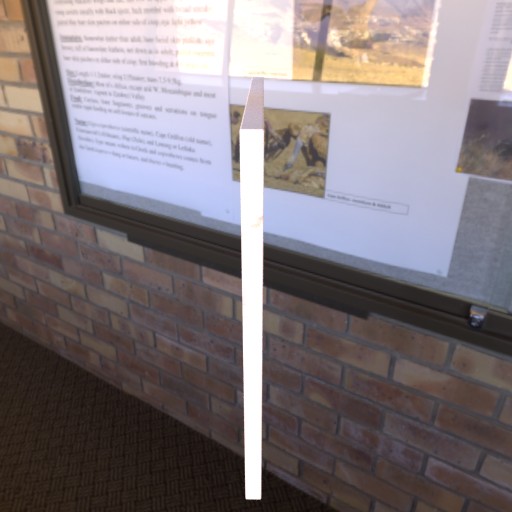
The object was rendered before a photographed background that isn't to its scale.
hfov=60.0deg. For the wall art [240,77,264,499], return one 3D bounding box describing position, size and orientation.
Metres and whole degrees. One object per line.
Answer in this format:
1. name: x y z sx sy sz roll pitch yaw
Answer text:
1. wall art: 0.000 0.000 1.283 0.038 0.889 0.889 0 27 1
